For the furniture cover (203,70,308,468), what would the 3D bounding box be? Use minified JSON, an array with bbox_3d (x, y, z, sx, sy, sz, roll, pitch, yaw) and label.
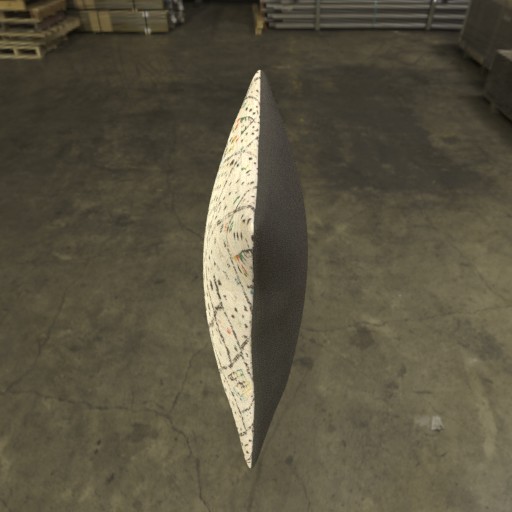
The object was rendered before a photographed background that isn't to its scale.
[{"bbox_3d":[0.000,0.000,0.789,0.180,0.498,0.525,1,40,1],"label":"furniture cover"}]
